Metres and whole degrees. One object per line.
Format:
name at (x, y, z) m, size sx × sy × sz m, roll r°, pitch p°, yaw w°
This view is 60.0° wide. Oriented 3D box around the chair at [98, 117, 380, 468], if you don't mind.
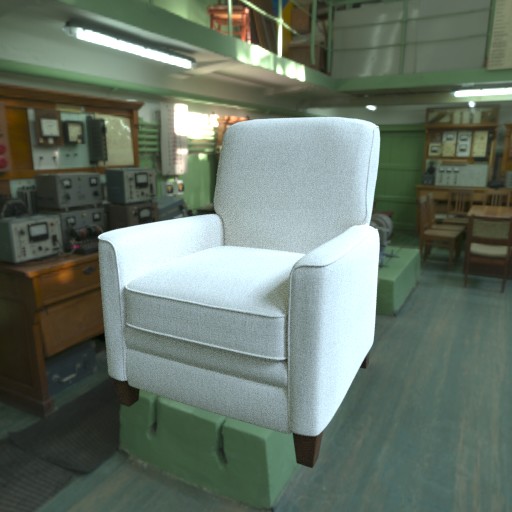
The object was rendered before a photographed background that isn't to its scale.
chair at (0.000, 0.000, 1.660) m, size 0.841 × 1.028 × 0.858 m, roll 7°, pitch 15°, yaw 26°
